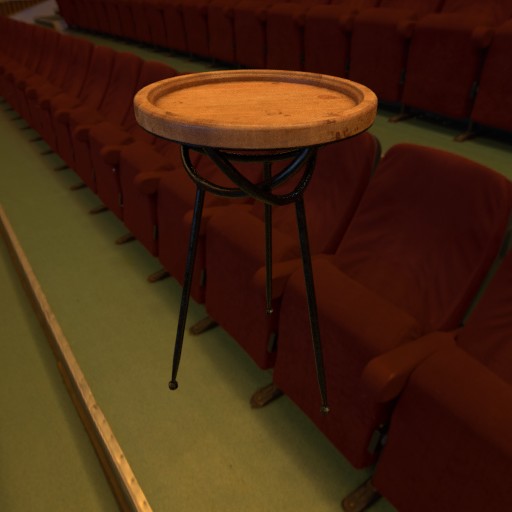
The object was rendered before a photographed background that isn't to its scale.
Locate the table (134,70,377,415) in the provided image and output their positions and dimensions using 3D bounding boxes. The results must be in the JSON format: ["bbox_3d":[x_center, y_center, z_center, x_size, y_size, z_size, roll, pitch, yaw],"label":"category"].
[{"bbox_3d":[0.000,0.000,0.935,0.414,0.664,0.418,-21,38,-30],"label":"table"}]
